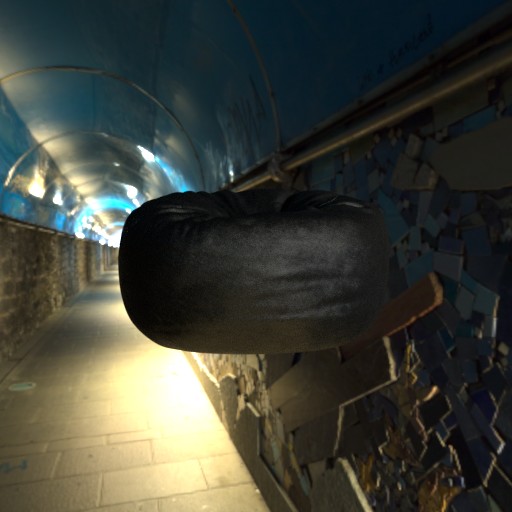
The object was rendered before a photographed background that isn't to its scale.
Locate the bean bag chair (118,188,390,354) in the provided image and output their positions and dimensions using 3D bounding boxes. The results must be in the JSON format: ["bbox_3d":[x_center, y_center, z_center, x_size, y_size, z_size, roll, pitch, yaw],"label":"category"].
[{"bbox_3d":[0.000,0.000,2.475,1.524,0.878,1.524,0,1,-1],"label":"bean bag chair"}]
